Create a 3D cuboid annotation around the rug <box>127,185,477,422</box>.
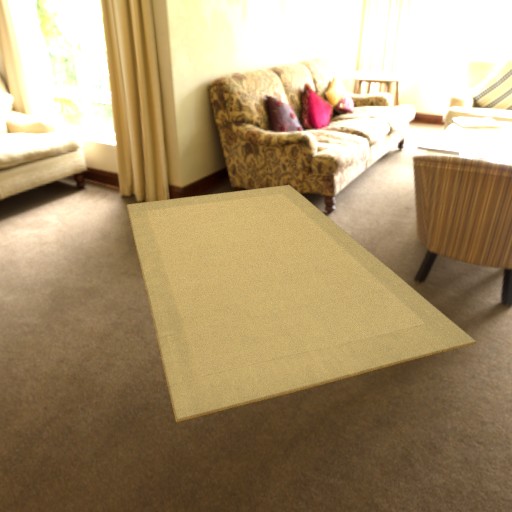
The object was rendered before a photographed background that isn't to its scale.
[{"bbox_3d":[0.000,0.000,3.030,1.524,0.014,2.438,-9,30,-17],"label":"rug"}]
